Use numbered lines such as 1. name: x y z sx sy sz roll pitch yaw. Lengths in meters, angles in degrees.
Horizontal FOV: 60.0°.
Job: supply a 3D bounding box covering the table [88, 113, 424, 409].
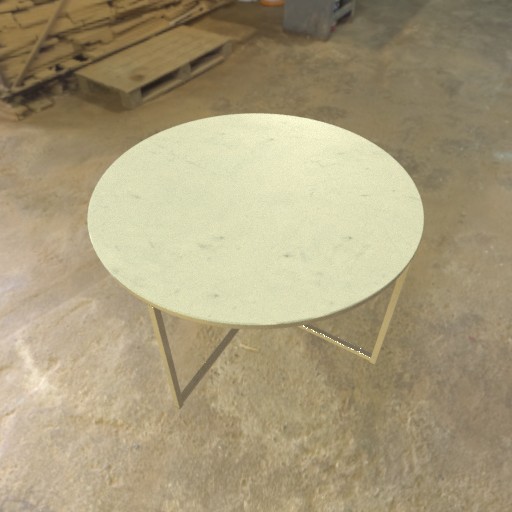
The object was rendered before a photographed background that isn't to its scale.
1. table: 0.000 0.000 1.248 0.800 0.450 0.800 0 45 0
